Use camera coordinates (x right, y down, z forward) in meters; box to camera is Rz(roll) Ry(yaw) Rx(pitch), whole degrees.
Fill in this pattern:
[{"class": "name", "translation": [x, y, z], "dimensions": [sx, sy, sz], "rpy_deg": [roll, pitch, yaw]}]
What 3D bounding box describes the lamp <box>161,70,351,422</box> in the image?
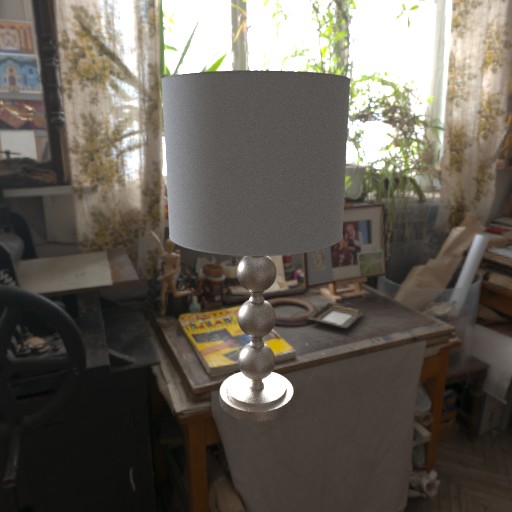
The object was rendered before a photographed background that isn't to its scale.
[{"class": "lamp", "translation": [0.000, 0.000, 0.730], "dimensions": [0.277, 0.538, 0.277], "rpy_deg": [8, 18, 26]}]
